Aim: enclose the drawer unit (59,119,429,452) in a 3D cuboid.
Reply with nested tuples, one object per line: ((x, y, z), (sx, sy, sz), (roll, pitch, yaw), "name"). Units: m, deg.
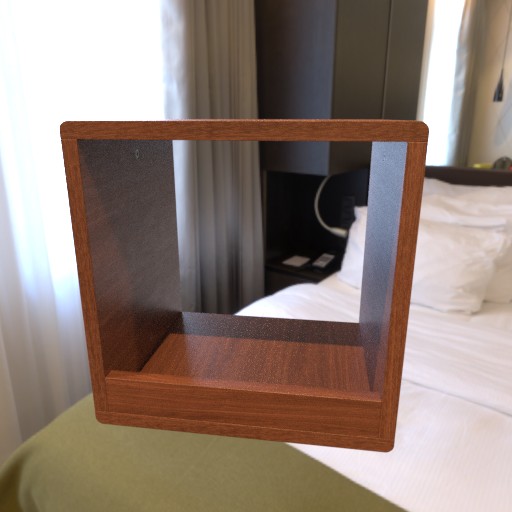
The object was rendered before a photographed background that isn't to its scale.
((0.000, 0.000, 0.598), (0.349, 0.351, 0.290), (3, 18, 8), "drawer unit")
